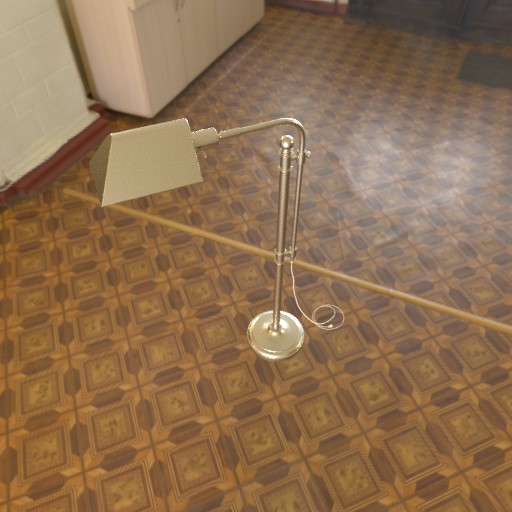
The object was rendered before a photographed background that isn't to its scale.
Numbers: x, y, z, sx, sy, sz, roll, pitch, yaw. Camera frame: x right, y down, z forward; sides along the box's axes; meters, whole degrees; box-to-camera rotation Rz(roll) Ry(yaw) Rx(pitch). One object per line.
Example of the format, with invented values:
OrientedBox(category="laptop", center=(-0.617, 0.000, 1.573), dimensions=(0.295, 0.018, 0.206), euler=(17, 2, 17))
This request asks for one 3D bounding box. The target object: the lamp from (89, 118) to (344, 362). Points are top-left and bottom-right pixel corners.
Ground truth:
OrientedBox(category="lamp", center=(0.000, 0.000, 0.966), dimensions=(0.546, 0.708, 0.159), euler=(-17, 49, -15))
